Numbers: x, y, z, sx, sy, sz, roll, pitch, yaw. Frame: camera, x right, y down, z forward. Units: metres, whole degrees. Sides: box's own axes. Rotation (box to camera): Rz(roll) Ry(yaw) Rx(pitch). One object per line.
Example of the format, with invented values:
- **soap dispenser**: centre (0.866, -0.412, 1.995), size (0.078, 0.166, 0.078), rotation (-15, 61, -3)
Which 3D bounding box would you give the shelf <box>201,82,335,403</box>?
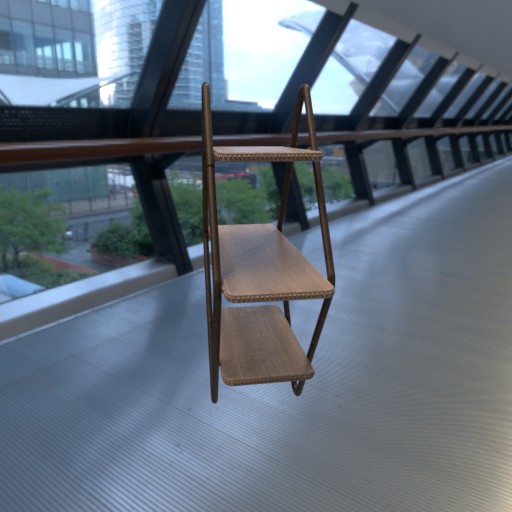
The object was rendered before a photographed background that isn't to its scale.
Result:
- **shelf**: centre (0.000, 0.000, 1.056), size (0.234, 0.774, 0.609), rotation (-2, 16, -8)
